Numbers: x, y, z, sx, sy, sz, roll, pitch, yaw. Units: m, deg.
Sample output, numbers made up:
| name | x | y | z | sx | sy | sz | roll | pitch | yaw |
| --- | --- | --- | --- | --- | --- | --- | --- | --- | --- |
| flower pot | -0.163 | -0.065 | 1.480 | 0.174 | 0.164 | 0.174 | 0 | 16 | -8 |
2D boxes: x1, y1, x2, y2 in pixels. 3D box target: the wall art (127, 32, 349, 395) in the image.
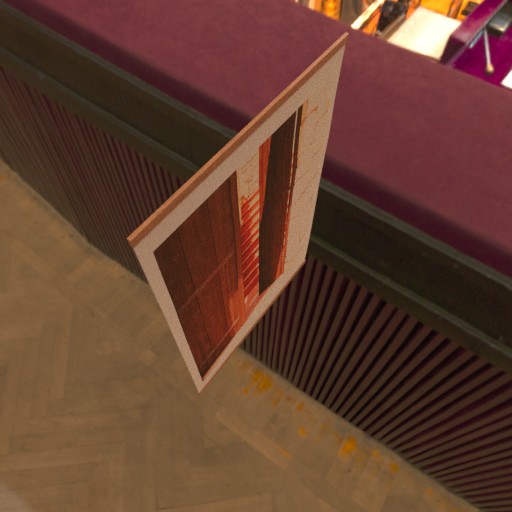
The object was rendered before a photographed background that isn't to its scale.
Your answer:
| name | x | y | z | sx | sy | sz | roll | pitch | yaw |
| --- | --- | --- | --- | --- | --- | --- | --- | --- | --- |
| wall art | 0.000 | 0.000 | 1.916 | 0.019 | 1.527 | 1.019 | 33 | 65 | 18 |
